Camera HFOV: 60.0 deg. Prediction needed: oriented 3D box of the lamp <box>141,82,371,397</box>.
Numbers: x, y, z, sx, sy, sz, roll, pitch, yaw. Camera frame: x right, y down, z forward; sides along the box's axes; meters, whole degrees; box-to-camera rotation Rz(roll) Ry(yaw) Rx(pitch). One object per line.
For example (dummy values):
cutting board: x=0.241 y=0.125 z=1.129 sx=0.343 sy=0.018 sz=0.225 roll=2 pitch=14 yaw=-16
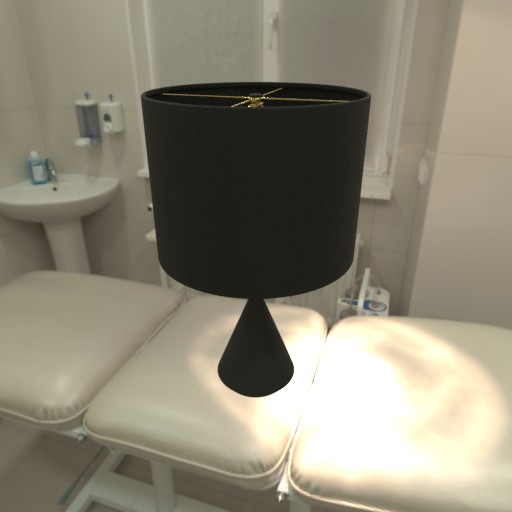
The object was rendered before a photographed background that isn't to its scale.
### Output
lamp: x=0.000 y=0.000 z=0.836 sx=0.359 sy=0.584 sz=0.359 roll=8 pitch=27 yaw=16
